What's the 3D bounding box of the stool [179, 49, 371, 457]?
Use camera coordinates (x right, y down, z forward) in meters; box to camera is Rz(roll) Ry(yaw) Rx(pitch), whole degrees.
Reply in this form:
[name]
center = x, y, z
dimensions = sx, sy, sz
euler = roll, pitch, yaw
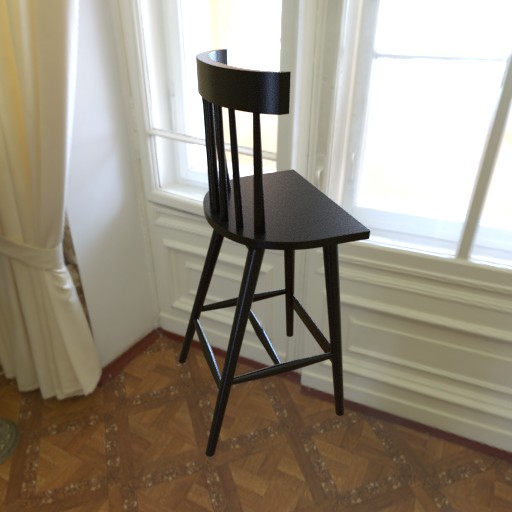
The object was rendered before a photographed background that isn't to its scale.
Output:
[stool]
center = 0.000, 0.000, 1.332
dimensions = 0.483, 1.092, 0.482
euler = -10, 32, -17
